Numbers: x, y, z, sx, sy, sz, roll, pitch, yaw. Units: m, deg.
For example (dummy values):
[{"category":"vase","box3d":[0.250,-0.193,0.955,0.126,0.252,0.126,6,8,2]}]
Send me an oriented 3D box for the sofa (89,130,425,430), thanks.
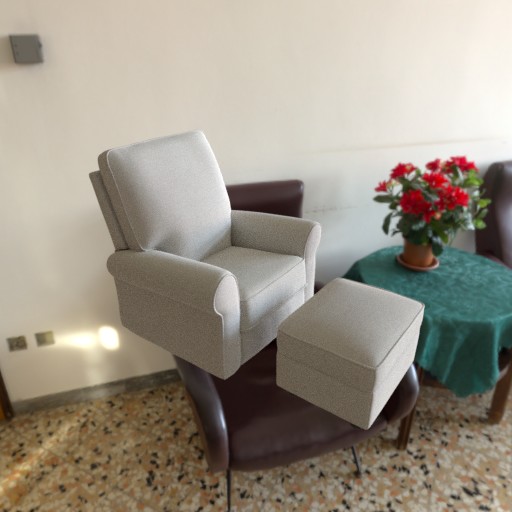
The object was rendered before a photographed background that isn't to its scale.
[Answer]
[{"category":"sofa","box3d":[0.000,0.000,2.085,1.478,0.959,0.880,18,31,32]}]
